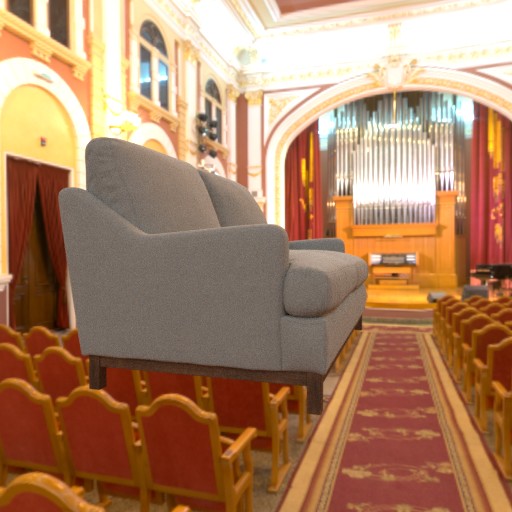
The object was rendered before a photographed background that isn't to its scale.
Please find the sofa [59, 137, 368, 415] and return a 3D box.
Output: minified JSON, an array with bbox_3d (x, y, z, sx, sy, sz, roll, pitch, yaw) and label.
[{"bbox_3d":[0.000,0.000,2.163,0.987,0.921,1.589,0,1,18],"label":"sofa"}]
